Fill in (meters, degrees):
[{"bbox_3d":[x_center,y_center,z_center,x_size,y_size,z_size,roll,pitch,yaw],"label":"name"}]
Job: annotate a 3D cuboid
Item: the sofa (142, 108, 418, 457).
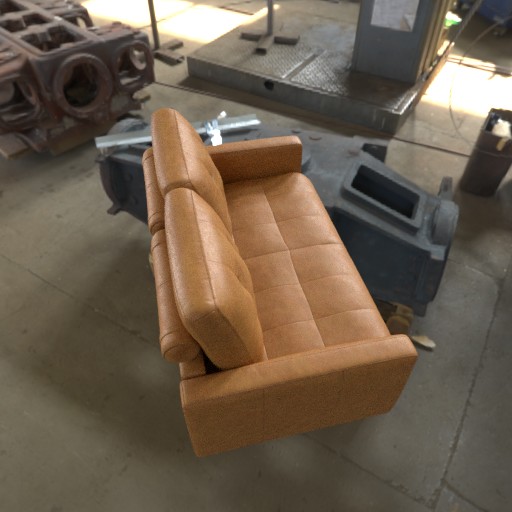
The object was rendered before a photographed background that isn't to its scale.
[{"bbox_3d":[0.000,0.000,1.981,0.868,0.898,1.430,-10,48,-9],"label":"sofa"}]
